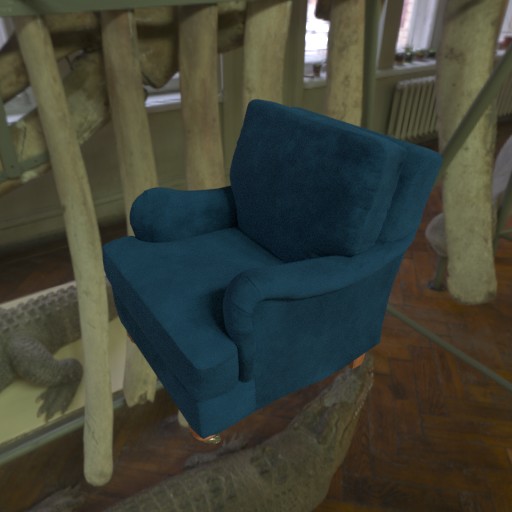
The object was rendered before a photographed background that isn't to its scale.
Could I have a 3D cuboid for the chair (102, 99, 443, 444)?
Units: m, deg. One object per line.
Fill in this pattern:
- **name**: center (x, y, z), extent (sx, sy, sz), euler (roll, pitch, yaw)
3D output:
- **chair**: center (0.000, 0.000, 1.844), extent (1.078, 1.076, 0.895), euler (-20, 37, -29)
